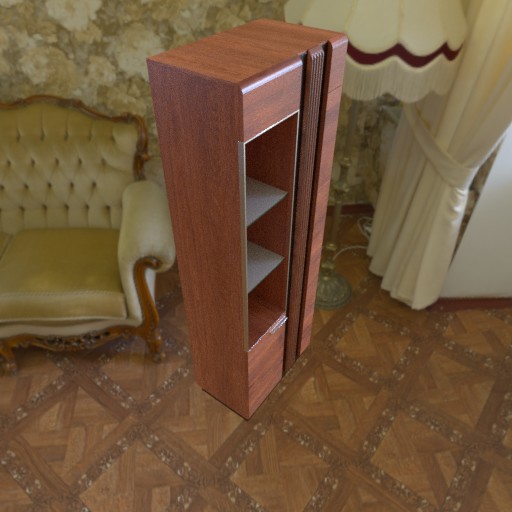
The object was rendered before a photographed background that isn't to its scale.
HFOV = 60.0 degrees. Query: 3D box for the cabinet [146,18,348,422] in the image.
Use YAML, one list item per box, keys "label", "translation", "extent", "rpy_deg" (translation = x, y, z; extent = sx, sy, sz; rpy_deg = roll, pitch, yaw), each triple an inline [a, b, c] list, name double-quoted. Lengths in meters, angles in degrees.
- label: "cabinet"
  translation: [0.000, 0.000, 2.223]
  extent: [0.420, 1.980, 0.660]
  rpy_deg: [26, 47, 27]
